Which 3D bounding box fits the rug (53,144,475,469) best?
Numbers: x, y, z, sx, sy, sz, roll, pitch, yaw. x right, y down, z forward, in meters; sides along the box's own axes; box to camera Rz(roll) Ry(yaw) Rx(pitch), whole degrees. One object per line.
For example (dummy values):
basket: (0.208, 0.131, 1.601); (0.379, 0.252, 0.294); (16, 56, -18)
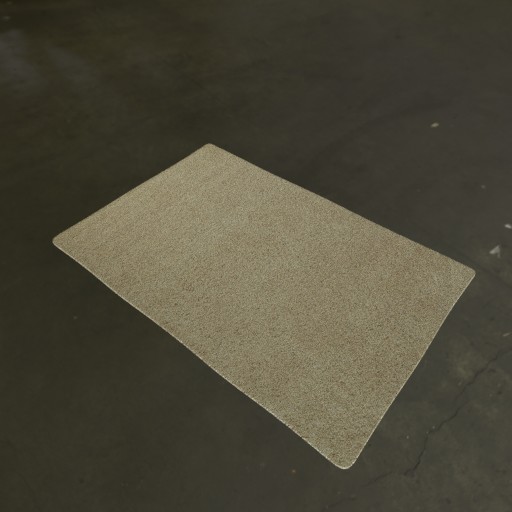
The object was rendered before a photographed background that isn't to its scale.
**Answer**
rug: (0.000, 0.000, 3.355); (2.700, 0.024, 1.801); (31, 54, 26)
